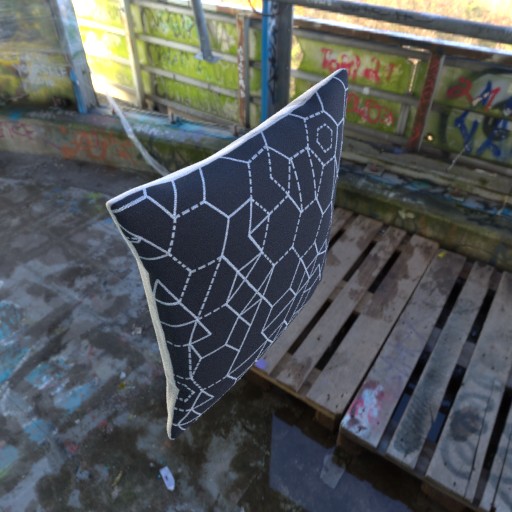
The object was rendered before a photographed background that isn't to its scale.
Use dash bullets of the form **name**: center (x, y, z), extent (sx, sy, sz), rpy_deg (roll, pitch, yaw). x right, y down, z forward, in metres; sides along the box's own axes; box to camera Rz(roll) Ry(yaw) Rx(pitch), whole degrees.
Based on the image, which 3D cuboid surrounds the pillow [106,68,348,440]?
- **pillow**: center (0.000, 0.000, 0.778), extent (0.158, 0.508, 0.517), rpy_deg (26, 48, 26)
